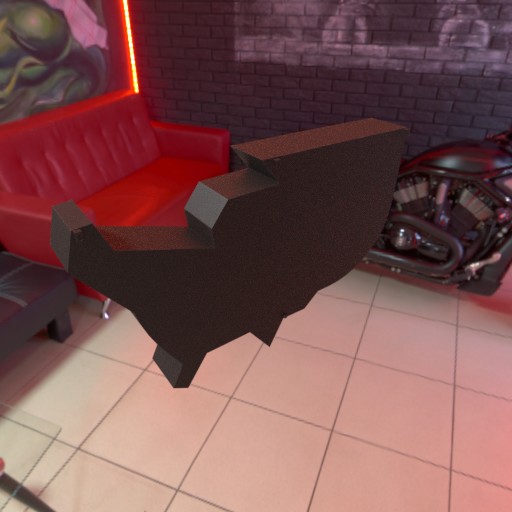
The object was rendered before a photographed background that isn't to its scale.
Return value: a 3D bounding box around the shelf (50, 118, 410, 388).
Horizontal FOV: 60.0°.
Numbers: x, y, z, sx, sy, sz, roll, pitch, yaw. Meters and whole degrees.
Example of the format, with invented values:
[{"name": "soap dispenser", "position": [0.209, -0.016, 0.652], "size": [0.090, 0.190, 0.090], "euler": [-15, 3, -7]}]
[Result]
[{"name": "shelf", "position": [0.000, 0.000, 0.912], "size": [0.729, 0.439, 0.112], "euler": [-20, 36, -30]}]
